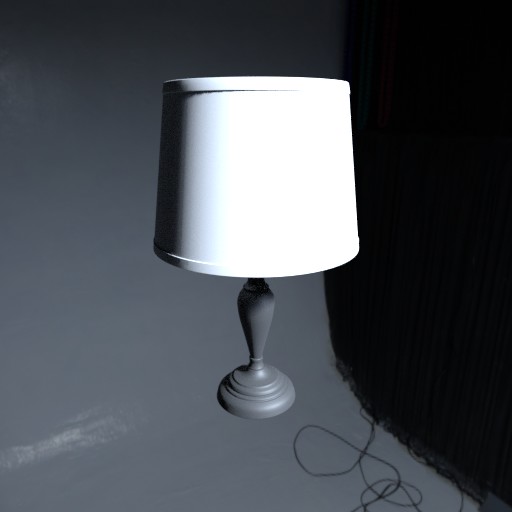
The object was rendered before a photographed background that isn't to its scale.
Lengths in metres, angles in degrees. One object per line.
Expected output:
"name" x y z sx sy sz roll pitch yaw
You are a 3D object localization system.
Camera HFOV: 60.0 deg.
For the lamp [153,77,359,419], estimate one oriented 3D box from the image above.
"lamp" 0.000 0.000 0.691 0.310 0.501 0.310 0 18 0
